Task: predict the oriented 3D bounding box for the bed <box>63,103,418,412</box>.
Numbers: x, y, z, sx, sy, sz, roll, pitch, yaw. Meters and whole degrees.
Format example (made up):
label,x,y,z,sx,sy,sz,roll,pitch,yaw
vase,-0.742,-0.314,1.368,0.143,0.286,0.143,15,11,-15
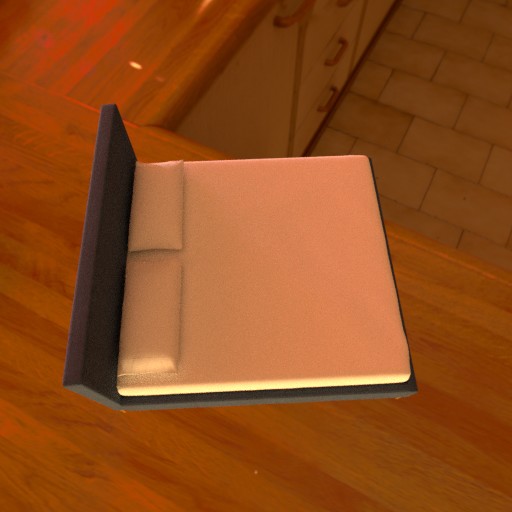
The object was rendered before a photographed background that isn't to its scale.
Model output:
label,x,y,z,sx,sy,sz,roll,pitch,yaw
bed,0.000,0.000,3.432,2.232,1.231,2.096,-2,64,-1
